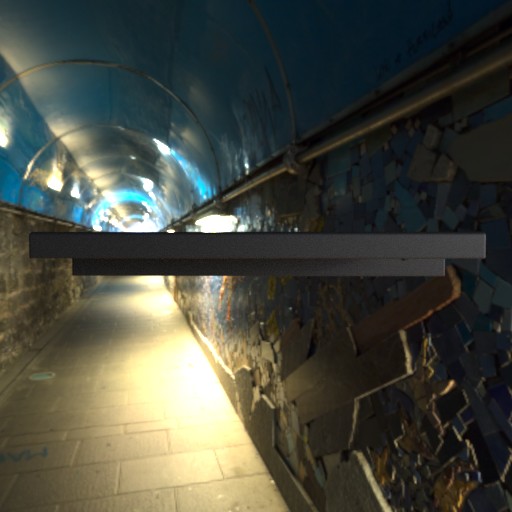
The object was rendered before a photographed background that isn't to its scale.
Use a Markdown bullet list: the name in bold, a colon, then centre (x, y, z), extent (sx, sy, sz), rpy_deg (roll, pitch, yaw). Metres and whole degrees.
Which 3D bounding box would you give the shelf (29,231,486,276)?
- **shelf**: centre (0.000, 0.000, 0.492), extent (0.456, 0.053, 0.102), rpy_deg (0, 2, 1)
